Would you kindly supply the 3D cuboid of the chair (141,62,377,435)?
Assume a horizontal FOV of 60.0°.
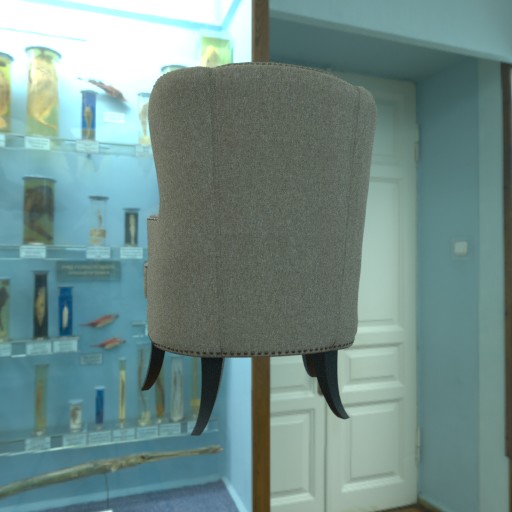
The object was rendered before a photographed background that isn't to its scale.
[{"bbox_3d":[0.000,0.000,1.564,0.759,1.060,0.758,0,-1,-16],"label":"chair"}]
